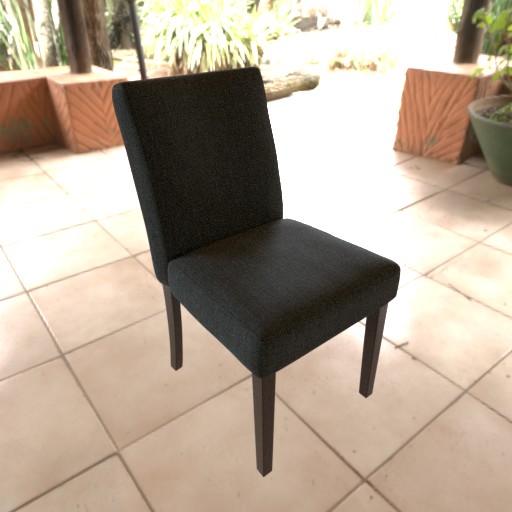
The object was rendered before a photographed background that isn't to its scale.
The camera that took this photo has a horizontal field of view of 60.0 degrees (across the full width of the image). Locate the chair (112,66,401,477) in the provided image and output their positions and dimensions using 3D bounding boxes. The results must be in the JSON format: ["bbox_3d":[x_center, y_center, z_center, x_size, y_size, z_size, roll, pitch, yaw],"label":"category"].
[{"bbox_3d":[0.000,0.000,1.227,0.487,0.884,0.629,-23,38,-32],"label":"chair"}]
